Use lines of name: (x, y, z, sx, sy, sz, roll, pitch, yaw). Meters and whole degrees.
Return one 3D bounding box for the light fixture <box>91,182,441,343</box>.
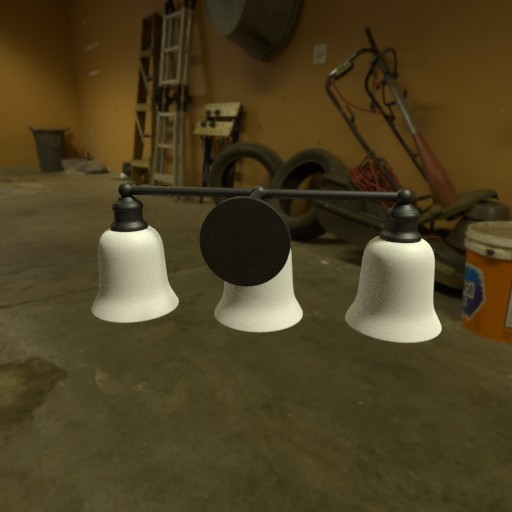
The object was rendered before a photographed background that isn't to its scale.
light fixture: (0.000, 0.000, 0.673, 0.570, 0.211, 0.198, 3, 17, 8)
